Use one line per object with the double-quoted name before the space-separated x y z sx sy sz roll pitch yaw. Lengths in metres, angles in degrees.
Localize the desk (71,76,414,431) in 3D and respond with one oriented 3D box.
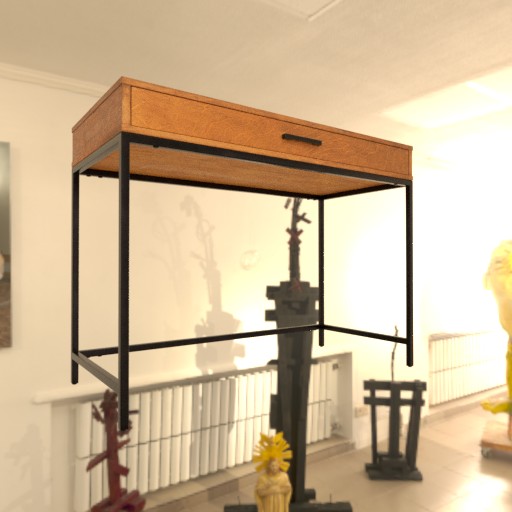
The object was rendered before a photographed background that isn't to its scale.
"desk" 0.000 0.000 1.420 1.016 0.762 0.470 0 -1 -35
